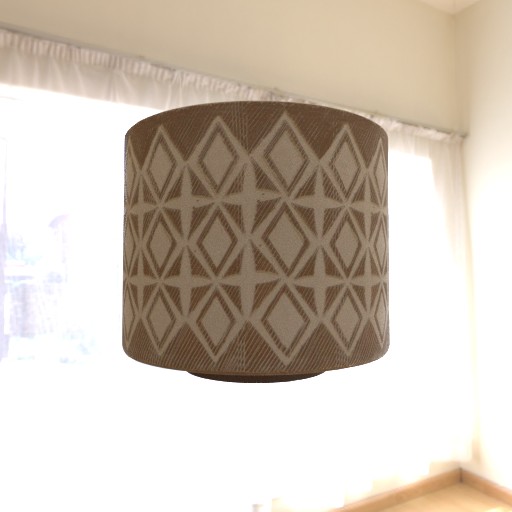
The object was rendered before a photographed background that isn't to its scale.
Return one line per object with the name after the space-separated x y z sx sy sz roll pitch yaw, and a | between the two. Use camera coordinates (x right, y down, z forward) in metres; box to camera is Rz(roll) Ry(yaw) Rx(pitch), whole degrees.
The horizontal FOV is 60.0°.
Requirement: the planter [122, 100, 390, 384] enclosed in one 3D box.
0.000 0.000 0.335 0.193 0.165 0.193 0 -2 0 | planter
